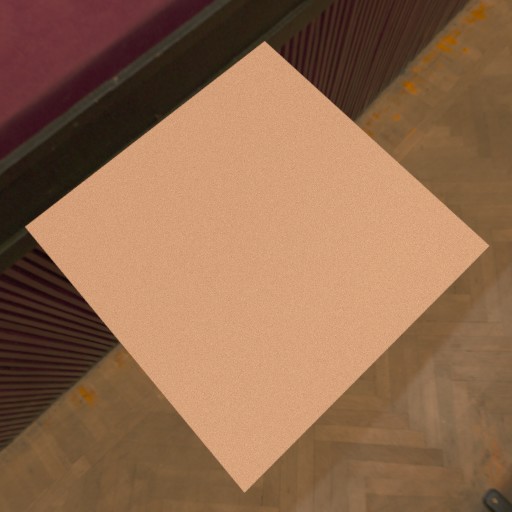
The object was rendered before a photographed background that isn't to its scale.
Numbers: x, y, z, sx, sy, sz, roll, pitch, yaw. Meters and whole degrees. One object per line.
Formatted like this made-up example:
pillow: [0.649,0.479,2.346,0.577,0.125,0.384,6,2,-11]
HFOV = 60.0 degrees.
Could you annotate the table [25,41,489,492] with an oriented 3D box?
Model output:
table: [0.000,0.000,1.053,0.670,0.305,0.670,-42,79,-10]
